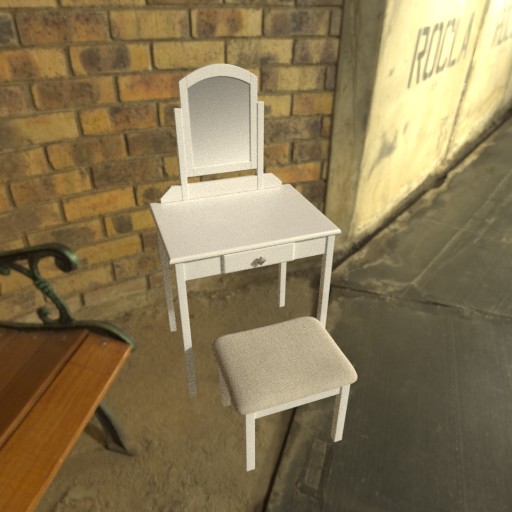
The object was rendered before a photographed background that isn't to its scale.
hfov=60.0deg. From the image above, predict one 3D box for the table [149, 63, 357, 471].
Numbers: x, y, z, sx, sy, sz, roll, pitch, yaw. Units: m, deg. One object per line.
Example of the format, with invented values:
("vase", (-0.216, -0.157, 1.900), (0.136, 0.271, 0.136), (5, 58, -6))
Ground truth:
("table", (0.000, 0.000, 2.219), (0.876, 1.631, 1.211), (-11, 33, -17))
